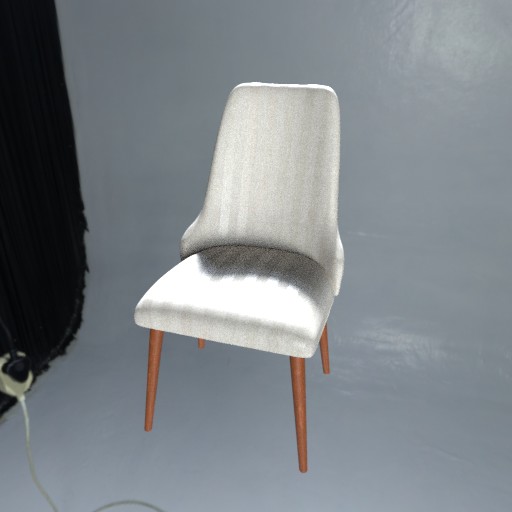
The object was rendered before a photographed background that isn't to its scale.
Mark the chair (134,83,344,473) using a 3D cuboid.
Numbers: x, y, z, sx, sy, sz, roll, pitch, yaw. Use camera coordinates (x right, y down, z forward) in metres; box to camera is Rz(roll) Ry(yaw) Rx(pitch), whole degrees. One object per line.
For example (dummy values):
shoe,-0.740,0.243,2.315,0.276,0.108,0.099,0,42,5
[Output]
chair,0.000,0.000,1.346,0.526,0.917,0.684,8,28,15
